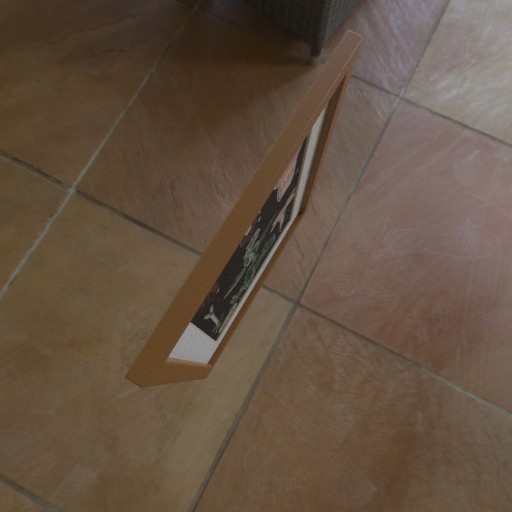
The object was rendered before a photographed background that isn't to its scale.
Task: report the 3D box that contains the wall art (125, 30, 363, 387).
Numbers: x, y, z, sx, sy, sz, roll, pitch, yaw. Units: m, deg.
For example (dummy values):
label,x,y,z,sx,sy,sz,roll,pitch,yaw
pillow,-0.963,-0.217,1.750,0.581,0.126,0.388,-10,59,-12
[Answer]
label,x,y,z,sx,sy,sz,roll,pitch,yaw
wall art,0.000,0.000,0.726,0.021,0.550,0.449,30,77,7
